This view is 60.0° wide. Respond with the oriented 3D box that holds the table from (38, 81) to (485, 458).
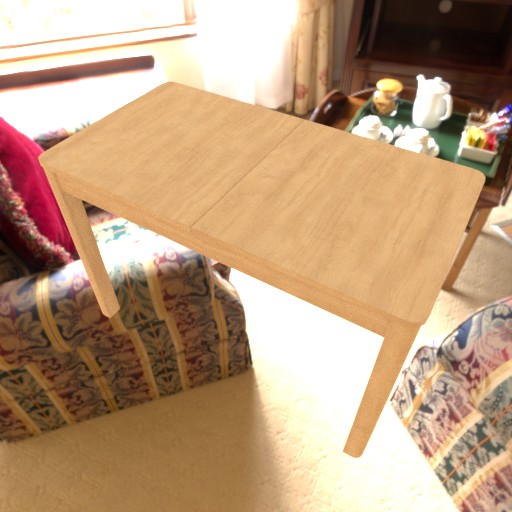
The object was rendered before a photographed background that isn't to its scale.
[{"bbox_3d":[0.000,0.000,1.863,1.400,0.900,0.750,23,50,21],"label":"table"}]
